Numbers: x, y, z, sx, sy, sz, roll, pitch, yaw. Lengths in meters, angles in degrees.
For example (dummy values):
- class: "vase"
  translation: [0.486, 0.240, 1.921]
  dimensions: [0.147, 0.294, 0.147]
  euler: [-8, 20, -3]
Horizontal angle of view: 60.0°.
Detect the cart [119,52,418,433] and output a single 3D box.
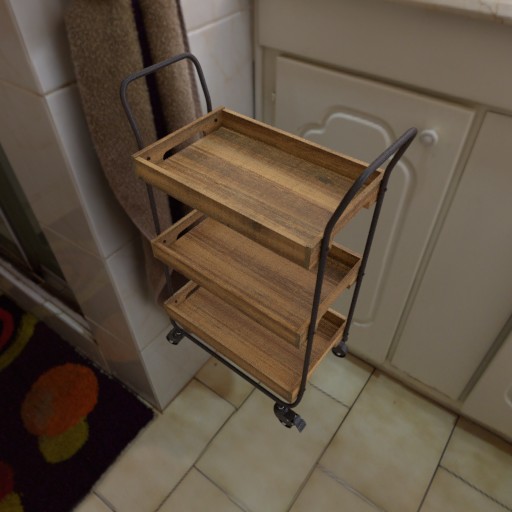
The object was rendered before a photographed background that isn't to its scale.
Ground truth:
- class: "cart"
  translation: [0.000, 0.000, 1.168]
  dimensions: [0.583, 0.857, 0.339]
  euler: [29, 52, 26]
